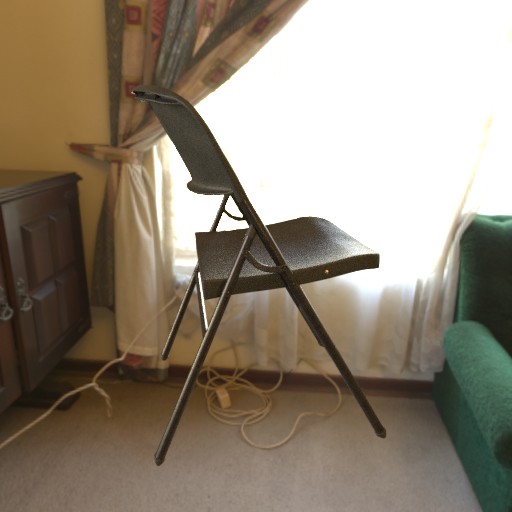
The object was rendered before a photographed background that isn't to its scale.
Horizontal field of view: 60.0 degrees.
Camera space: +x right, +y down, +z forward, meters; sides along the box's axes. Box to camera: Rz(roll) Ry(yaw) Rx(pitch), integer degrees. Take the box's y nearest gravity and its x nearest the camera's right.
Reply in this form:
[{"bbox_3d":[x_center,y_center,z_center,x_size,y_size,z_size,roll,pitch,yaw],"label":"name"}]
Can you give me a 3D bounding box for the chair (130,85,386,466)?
[{"bbox_3d":[0.000,0.000,1.146,0.566,0.810,0.494,-3,17,-9],"label":"chair"}]
